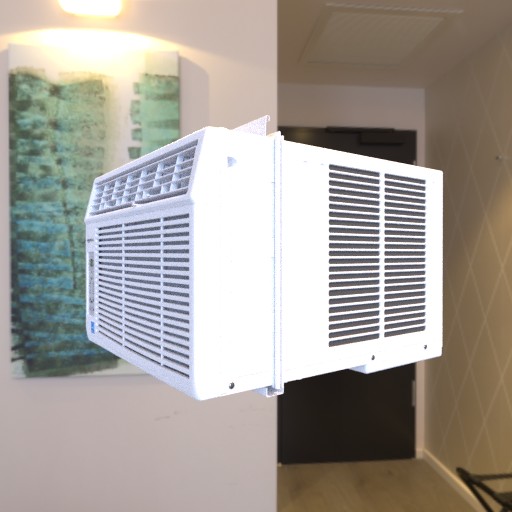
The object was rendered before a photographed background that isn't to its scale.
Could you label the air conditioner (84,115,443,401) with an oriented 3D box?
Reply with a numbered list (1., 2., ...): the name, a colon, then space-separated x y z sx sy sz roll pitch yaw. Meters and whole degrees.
1. air conditioner: 0.000 0.000 0.891 0.546 0.388 0.503 0 0 -36
